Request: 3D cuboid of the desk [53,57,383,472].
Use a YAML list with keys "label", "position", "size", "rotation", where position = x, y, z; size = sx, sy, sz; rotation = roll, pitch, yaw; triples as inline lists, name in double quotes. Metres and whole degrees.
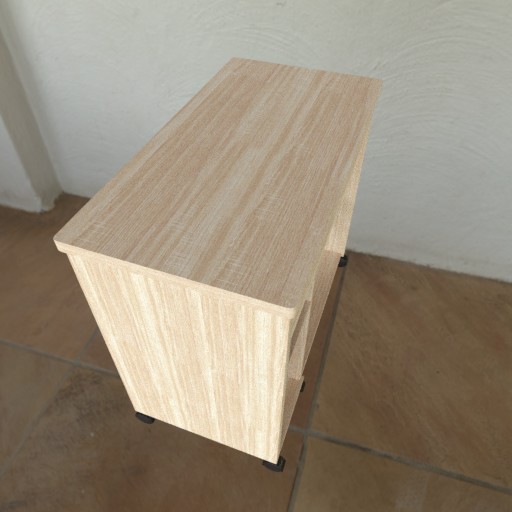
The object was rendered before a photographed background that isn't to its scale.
- label: "desk"
  position: [0.000, 0.000, 1.321]
  size: [0.480, 0.770, 0.884]
  rotation: [15, 48, 14]
